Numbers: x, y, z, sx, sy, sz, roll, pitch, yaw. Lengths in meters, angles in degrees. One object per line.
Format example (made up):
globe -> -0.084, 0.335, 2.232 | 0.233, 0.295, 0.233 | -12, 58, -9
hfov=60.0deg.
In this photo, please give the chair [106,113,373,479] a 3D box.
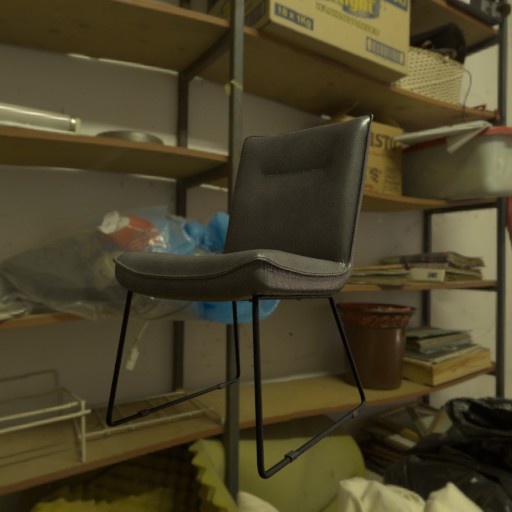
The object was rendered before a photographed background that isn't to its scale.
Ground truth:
chair -> 0.000, 0.000, 1.321 | 0.515, 0.932, 0.688 | 0, -1, 35
